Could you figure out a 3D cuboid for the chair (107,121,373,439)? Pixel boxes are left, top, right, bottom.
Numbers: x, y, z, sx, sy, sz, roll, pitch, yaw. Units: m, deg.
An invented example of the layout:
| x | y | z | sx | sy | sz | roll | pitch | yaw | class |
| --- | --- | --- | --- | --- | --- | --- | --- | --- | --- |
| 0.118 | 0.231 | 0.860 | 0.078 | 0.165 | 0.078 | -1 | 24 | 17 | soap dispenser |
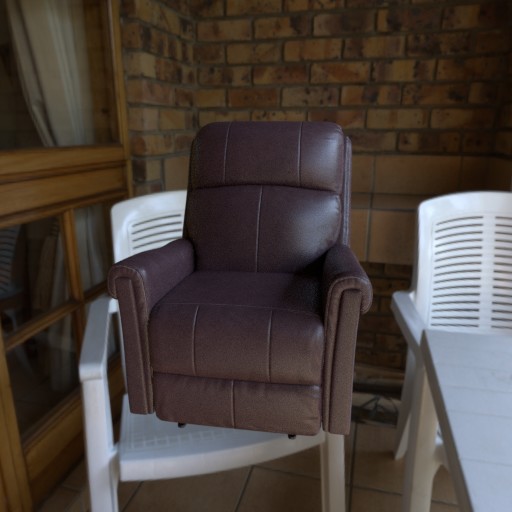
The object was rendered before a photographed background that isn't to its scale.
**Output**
| x | y | z | sx | sy | sz | roll | pitch | yaw | class |
| --- | --- | --- | --- | --- | --- | --- | --- | --- | --- |
| 0.000 | 0.000 | 1.798 | 0.838 | 1.054 | 1.014 | 3 | 17 | 8 | chair |
